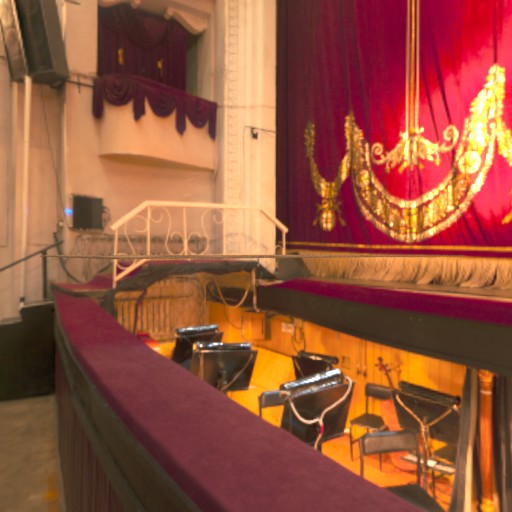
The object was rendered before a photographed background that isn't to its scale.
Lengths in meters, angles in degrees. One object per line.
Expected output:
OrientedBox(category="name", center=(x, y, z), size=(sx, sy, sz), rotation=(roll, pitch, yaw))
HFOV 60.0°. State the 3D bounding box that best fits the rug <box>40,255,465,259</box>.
OrientedBox(category="rug", center=(0.000, 0.000, 2.259), size=(1.813, 0.006, 1.202), rotation=(0, 0, -35))
